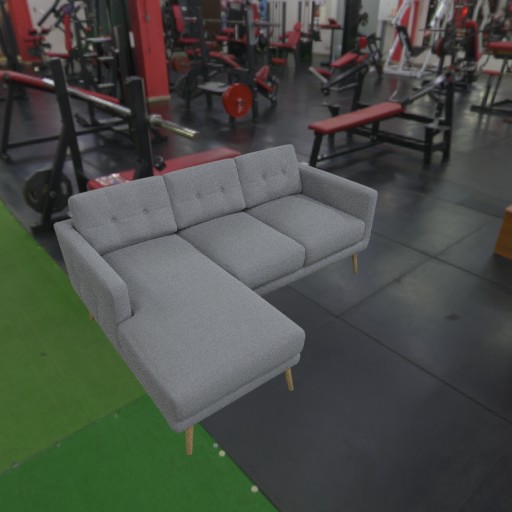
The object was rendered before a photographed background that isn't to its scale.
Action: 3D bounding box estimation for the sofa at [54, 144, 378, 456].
[{"bbox_3d":[0.000,0.000,2.850,2.040,0.860,1.530,-21,37,-32],"label":"sofa"}]
